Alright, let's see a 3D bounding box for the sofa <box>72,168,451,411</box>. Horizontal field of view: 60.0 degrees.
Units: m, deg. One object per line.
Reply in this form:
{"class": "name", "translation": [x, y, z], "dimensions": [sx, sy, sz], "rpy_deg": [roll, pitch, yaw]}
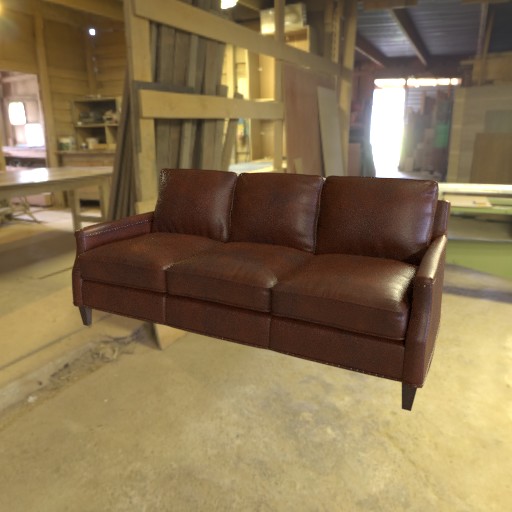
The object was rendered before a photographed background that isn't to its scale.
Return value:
{"class": "sofa", "translation": [0.000, 0.000, 2.843], "dimensions": [2.240, 1.003, 1.084], "rpy_deg": [8, 17, 26]}
